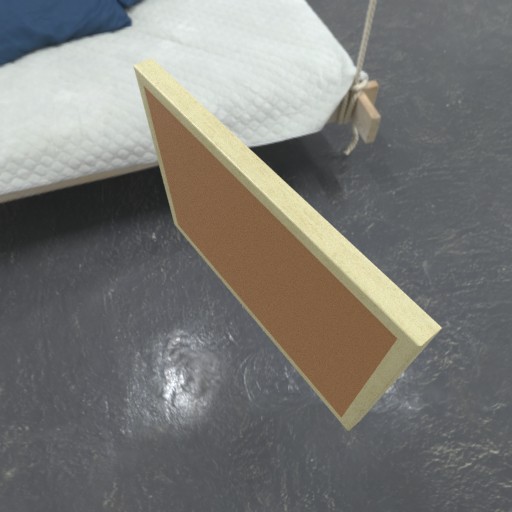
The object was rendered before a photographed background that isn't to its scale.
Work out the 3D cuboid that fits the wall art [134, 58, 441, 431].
[{"bbox_3d":[0.000,0.000,0.686,0.032,0.381,0.533,-33,63,-19],"label":"wall art"}]
